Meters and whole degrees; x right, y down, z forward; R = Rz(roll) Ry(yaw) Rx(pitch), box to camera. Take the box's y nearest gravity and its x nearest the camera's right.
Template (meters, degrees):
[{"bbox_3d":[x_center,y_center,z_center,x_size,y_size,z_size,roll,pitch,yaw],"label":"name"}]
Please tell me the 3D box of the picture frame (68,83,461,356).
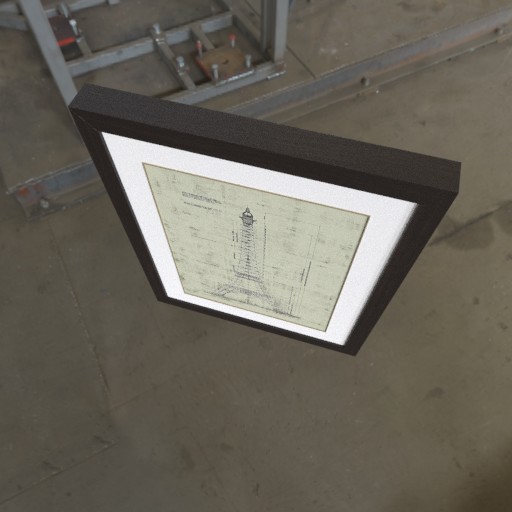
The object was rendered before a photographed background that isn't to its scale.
[{"bbox_3d":[0.000,0.000,0.743,0.452,0.555,0.044,14,61,8],"label":"picture frame"}]
